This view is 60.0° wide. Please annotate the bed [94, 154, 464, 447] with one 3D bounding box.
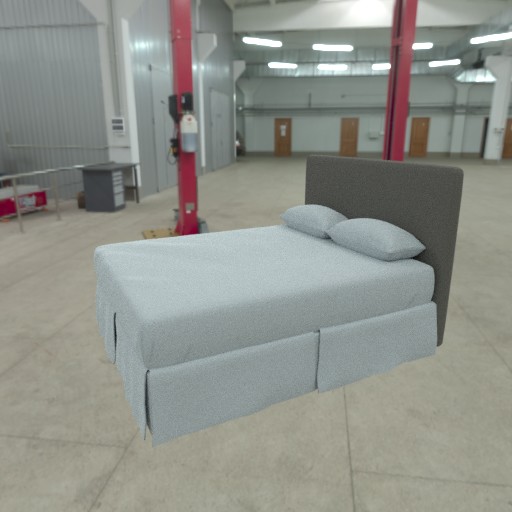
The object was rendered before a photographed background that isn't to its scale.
[{"bbox_3d":[0.000,0.000,3.226,2.142,1.330,1.748,-8,18,-26],"label":"bed"}]
